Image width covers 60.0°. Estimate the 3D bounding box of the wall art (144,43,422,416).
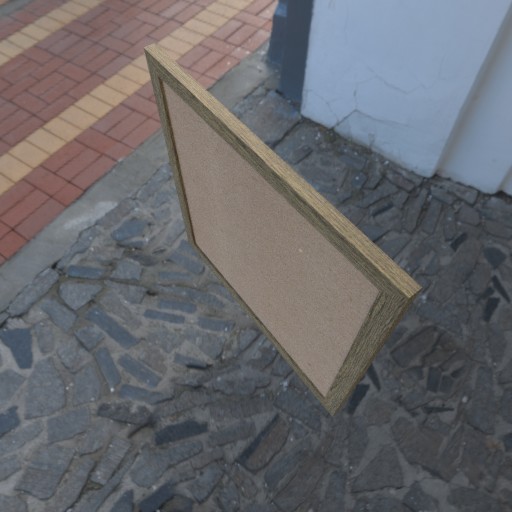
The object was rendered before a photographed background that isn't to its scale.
[{"bbox_3d":[0.000,0.000,0.751,0.019,0.508,0.508,-33,64,-19],"label":"wall art"}]
